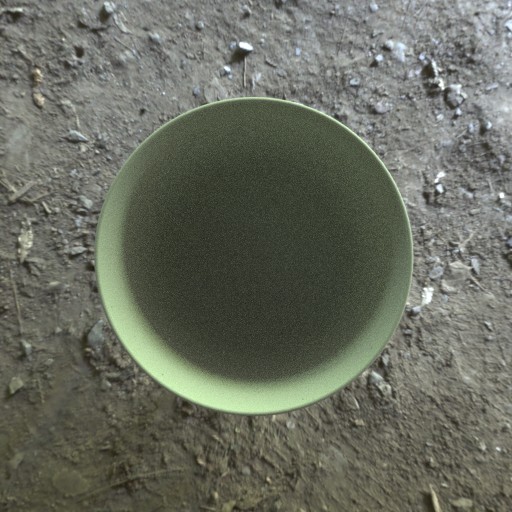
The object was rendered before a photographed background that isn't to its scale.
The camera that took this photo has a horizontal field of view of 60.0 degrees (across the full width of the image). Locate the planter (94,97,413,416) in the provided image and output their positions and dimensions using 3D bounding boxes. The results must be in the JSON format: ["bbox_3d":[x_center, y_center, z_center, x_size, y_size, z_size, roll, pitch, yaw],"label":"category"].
[{"bbox_3d":[0.000,0.000,0.388,0.204,0.214,0.204,0,90,1],"label":"planter"}]
